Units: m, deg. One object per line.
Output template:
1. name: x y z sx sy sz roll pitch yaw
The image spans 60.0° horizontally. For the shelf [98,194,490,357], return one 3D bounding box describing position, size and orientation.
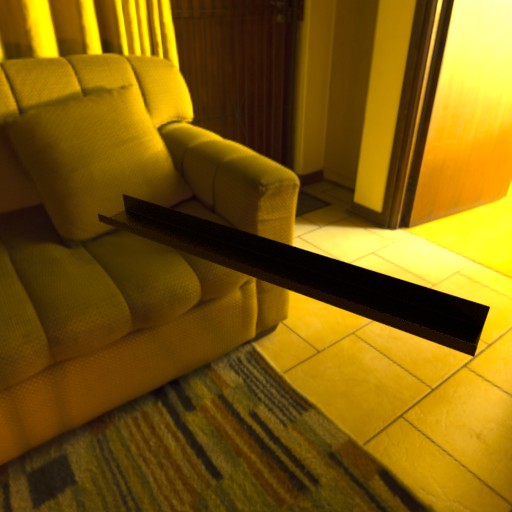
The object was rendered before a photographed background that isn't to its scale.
1. shelf: 0.000 0.000 0.975 0.924 0.049 0.092 18 36 28
